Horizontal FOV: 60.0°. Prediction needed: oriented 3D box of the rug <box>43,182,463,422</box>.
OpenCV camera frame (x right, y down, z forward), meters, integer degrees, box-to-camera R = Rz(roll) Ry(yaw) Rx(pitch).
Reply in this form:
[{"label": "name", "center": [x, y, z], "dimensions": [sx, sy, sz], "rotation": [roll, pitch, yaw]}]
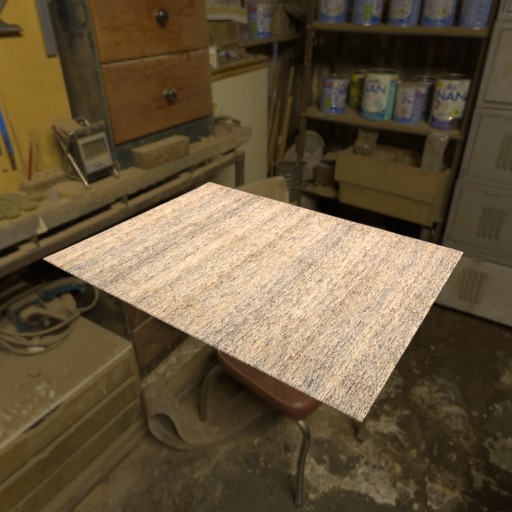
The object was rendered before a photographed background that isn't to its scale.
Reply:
[{"label": "rug", "center": [0.000, 0.000, 4.223], "dimensions": [3.199, 0.036, 2.414], "rotation": [20, 36, 30]}]
